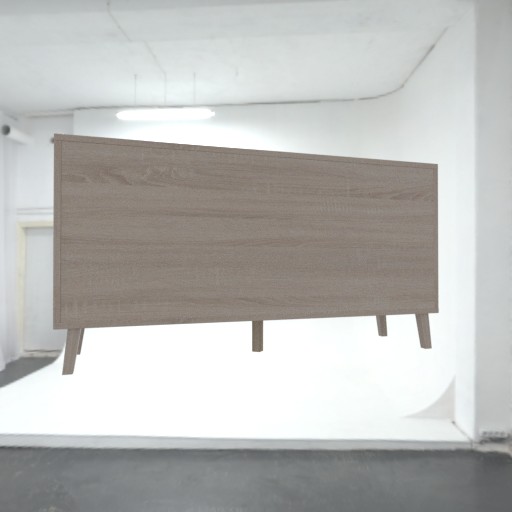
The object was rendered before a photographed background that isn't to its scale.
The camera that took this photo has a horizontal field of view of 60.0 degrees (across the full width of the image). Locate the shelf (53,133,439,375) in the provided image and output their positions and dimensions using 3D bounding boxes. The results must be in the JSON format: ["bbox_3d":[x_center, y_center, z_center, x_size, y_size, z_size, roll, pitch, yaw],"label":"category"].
[{"bbox_3d":[0.000,0.000,1.836,1.490,0.780,0.400,0,-1,-18],"label":"shelf"}]
